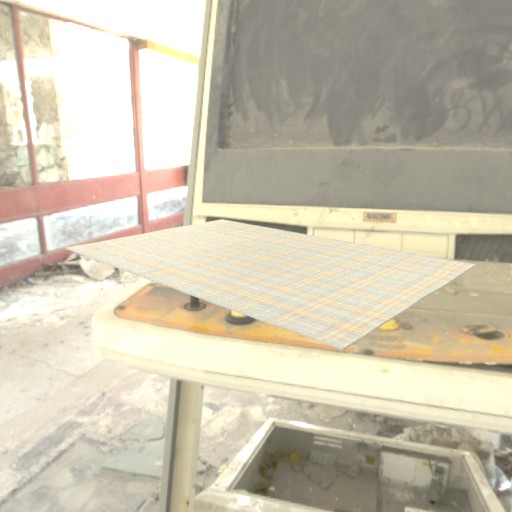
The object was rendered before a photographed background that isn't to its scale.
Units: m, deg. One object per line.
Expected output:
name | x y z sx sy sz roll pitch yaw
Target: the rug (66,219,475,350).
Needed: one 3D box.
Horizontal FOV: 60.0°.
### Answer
rug | 0.000 0.000 2.357 1.835 0.012 1.231 13 20 41
